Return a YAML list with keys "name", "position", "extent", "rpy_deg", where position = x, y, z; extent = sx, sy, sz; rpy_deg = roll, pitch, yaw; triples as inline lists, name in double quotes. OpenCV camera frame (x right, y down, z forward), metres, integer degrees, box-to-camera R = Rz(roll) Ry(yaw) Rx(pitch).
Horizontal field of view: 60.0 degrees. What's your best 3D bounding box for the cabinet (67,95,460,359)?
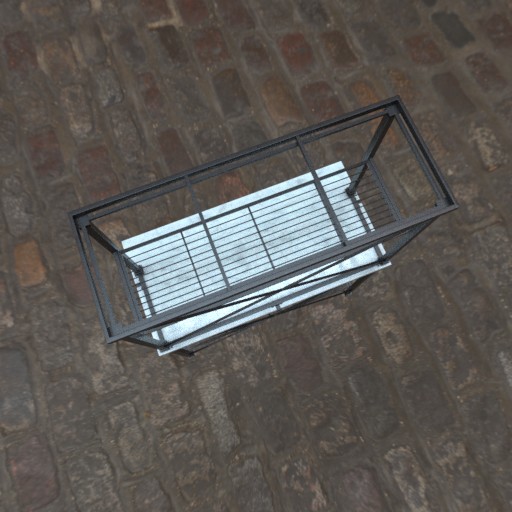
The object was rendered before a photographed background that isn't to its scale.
- name: "cabinet"
  position: [0.000, 0.000, 2.250]
  extent: [1.210, 1.659, 0.610]
  rpy_deg: [-21, 76, -5]
